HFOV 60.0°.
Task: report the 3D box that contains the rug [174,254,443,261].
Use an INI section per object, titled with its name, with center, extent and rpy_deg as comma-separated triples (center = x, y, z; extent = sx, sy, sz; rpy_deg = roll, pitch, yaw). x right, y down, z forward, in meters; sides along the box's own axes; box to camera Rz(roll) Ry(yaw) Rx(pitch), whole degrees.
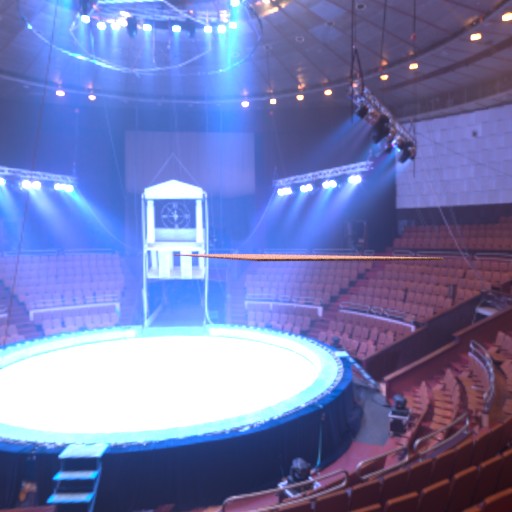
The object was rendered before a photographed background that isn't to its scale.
[rug]
center = 0.000, 0.000, 2.514
extent = 0.676, 0.008, 2.277
rpy_deg = 0, 1, -17
